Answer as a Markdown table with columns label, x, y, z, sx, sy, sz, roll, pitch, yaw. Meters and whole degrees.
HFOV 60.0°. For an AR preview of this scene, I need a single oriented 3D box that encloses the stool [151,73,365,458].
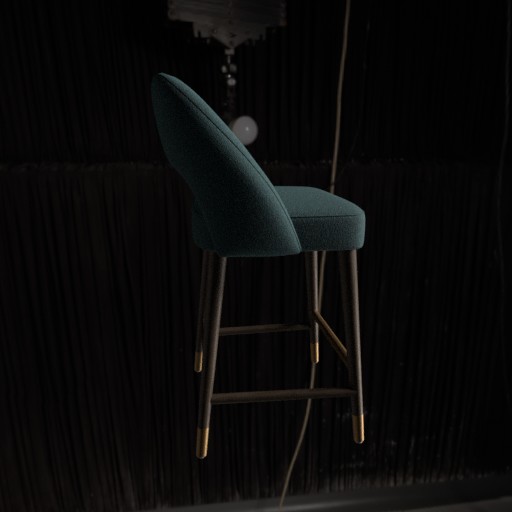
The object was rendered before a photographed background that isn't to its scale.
| label | x | y | z | sx | sy | sz | roll | pitch | yaw |
| --- | --- | --- | --- | --- | --- | --- | --- | --- | --- |
| stool | 0.000 | 0.000 | 1.248 | 0.522 | 0.939 | 0.536 | -2 | 15 | -8 |
